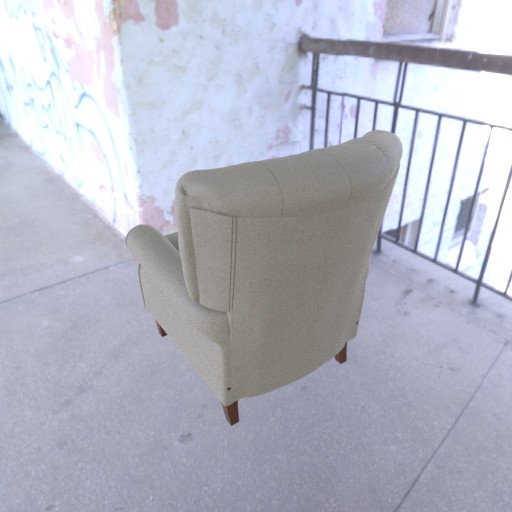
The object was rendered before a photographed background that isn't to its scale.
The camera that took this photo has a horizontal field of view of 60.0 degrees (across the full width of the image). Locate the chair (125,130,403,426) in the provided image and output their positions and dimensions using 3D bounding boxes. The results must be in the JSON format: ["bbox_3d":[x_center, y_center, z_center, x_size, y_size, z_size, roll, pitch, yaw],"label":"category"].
[{"bbox_3d":[0.000,0.000,1.971,0.943,1.158,1.059,-19,36,-29],"label":"chair"}]
